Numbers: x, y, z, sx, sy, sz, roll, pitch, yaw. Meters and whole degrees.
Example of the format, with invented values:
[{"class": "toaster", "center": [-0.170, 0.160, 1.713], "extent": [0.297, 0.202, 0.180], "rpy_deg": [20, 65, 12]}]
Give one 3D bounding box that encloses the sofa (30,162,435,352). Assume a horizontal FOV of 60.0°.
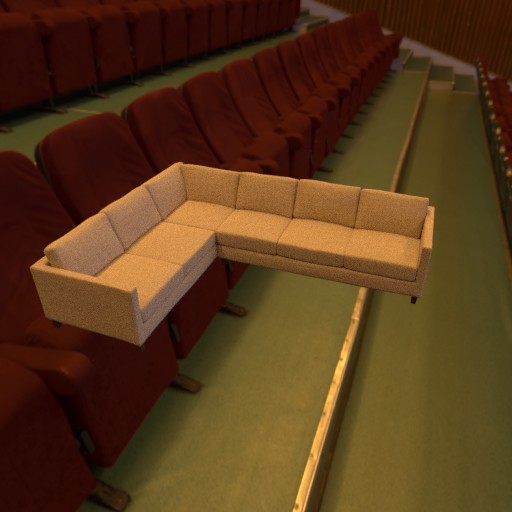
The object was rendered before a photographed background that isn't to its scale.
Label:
[{"class": "sofa", "center": [0.000, 0.000, 4.342], "extent": [3.182, 0.863, 2.432], "rpy_deg": [11, 34, 17]}]
